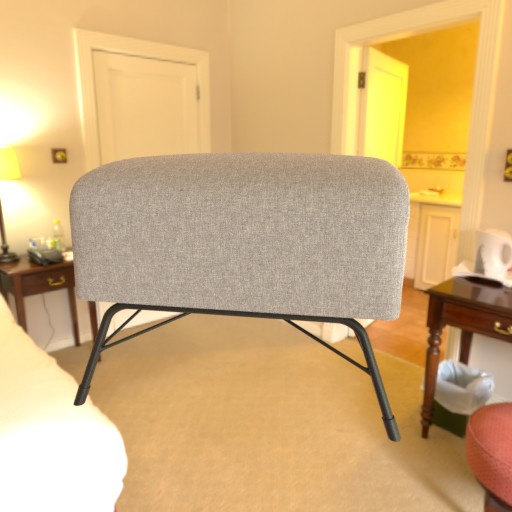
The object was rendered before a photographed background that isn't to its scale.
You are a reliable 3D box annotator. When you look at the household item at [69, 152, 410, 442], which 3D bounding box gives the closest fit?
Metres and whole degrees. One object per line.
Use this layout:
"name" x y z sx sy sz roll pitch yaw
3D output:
"household item" 0.000 0.000 0.898 0.530 0.410 0.530 2 14 10
